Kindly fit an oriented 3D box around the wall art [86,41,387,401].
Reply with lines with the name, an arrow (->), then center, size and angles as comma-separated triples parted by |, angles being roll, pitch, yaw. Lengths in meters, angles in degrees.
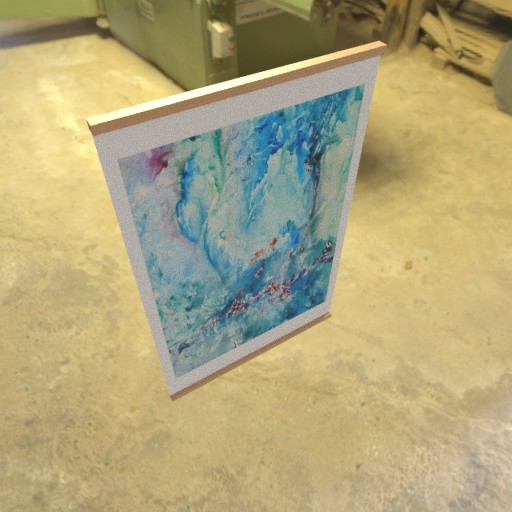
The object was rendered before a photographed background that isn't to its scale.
wall art -> 0.000, 0.000, 1.841 | 0.991, 1.510, 0.040 | -24, 51, -21
